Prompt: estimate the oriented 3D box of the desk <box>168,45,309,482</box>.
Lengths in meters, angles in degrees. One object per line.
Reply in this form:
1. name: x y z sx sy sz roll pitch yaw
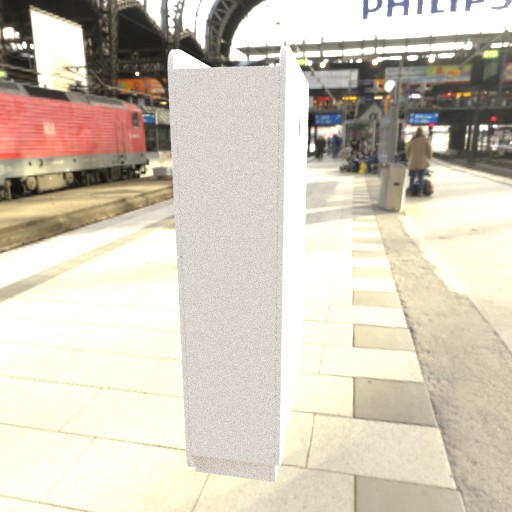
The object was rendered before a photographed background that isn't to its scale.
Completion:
1. desk: 0.000 0.000 1.521 0.278 1.190 0.795 3 15 10
